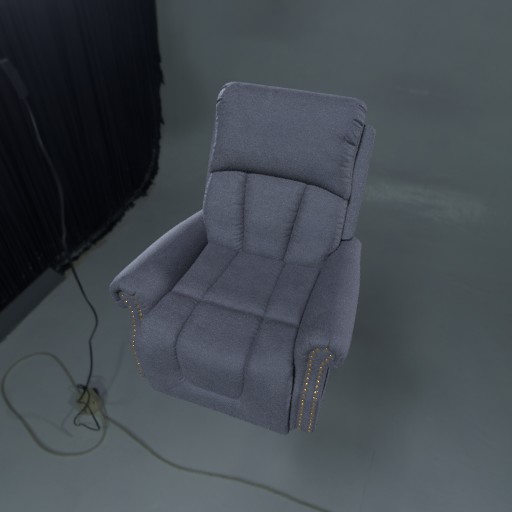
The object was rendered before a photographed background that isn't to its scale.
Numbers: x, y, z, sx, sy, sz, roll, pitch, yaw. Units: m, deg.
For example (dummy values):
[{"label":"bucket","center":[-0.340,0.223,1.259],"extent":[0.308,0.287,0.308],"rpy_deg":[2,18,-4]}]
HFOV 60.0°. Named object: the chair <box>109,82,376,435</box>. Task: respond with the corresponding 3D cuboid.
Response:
[{"label":"chair","center":[0.000,0.000,1.767],"extent":[0.871,1.031,0.979],"rpy_deg":[14,44,15]}]
